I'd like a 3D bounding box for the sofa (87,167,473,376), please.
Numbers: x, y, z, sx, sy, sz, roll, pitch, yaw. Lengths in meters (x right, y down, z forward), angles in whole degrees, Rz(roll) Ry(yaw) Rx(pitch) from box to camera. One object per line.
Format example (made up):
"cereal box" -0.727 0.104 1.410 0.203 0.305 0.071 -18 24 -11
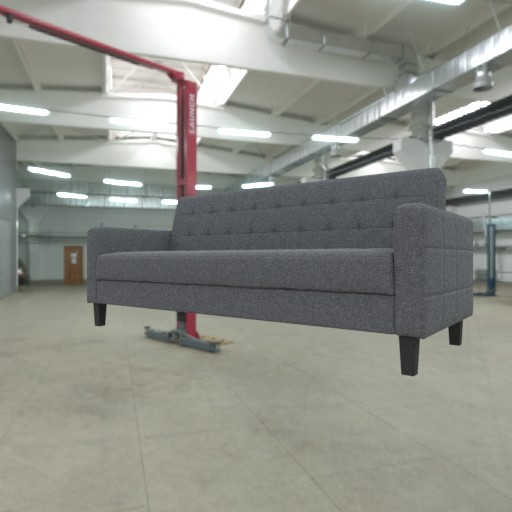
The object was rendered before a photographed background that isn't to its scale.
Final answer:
"sofa" 0.000 0.000 2.417 2.040 0.850 0.810 0 0 37
